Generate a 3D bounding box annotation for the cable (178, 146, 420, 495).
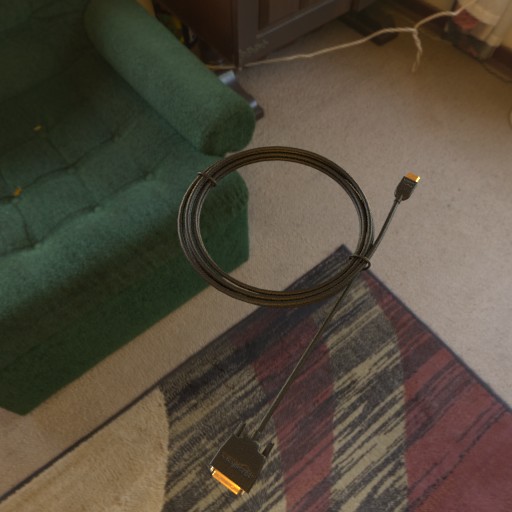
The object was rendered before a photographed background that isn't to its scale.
[{"bbox_3d":[0.000,0.000,0.511,0.257,0.030,0.422,30,64,16],"label":"cable"}]
